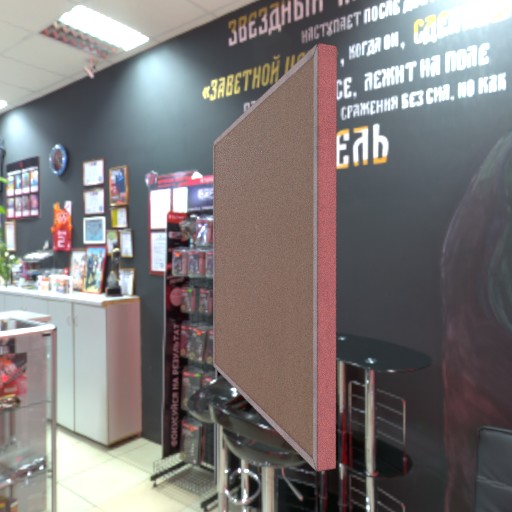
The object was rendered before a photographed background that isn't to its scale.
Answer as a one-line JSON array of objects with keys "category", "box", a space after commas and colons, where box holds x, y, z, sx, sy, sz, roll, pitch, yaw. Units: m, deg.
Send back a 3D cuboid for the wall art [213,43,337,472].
[{"category": "wall art", "box": [0.000, 0.000, 1.151, 0.038, 0.762, 0.762, 0, 1, -19]}]
